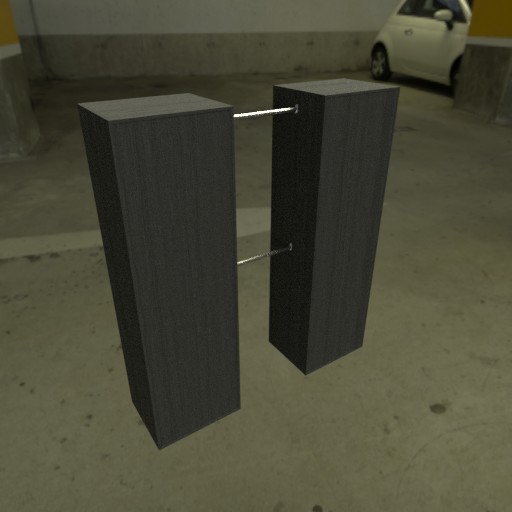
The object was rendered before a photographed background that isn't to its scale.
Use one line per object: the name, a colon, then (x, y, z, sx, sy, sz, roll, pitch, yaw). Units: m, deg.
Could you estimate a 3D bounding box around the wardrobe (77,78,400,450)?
wardrobe: (0.000, 0.000, 2.886, 1.770, 2.000, 0.480, -18, 33, -29)
